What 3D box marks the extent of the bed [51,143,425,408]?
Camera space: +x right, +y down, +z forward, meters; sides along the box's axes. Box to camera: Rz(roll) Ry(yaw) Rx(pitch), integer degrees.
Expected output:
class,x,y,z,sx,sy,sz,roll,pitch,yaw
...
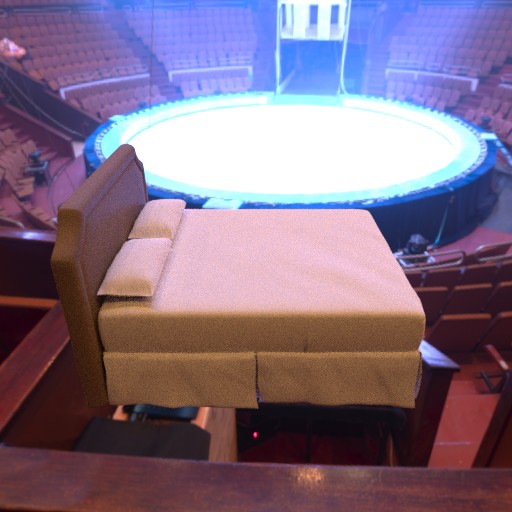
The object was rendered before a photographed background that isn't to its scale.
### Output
class,x,y,z,sx,sy,sz,roll,pitch,yaw
bed,0.000,0.000,3.191,2.116,1.290,1.693,0,29,0
